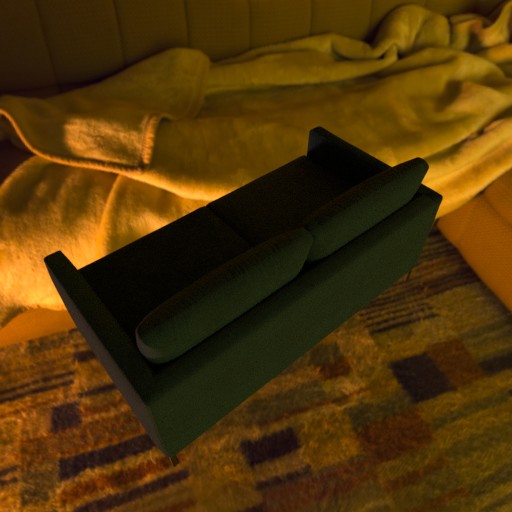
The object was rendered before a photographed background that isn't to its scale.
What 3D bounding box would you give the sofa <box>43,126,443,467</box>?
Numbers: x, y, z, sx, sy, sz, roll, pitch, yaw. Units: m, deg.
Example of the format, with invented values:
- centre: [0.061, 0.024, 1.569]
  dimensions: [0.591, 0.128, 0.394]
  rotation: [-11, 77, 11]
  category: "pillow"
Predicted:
- centre: [0.000, 0.000, 2.150]
  dimensions: [1.676, 0.817, 0.875]
  rotation: [-31, 54, -26]
  category: "sofa"
